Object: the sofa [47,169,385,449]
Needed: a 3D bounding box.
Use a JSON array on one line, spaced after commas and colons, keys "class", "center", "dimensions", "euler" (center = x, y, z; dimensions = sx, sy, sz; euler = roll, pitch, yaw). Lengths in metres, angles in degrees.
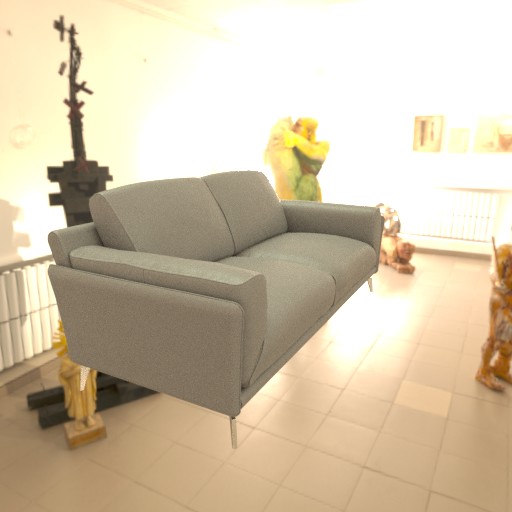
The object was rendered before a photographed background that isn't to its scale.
[{"class": "sofa", "center": [0.000, 0.000, 2.649], "dimensions": [1.049, 0.930, 2.101], "euler": [8, 17, 28]}]
